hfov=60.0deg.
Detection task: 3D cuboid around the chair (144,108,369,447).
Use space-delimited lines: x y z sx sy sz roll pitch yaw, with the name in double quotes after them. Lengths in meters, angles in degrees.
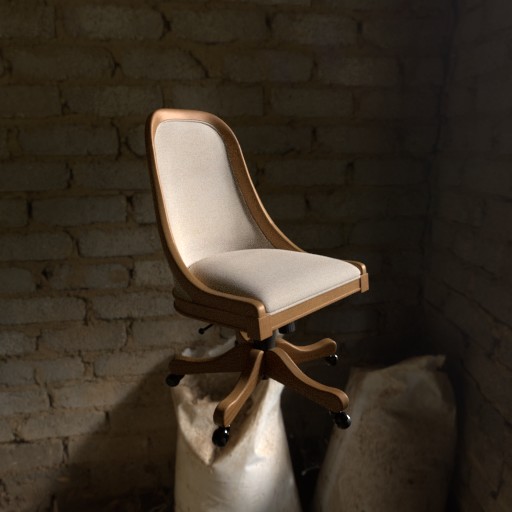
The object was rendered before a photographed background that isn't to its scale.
0.000 0.000 1.551 0.811 1.009 0.702 13 20 41 "chair"
